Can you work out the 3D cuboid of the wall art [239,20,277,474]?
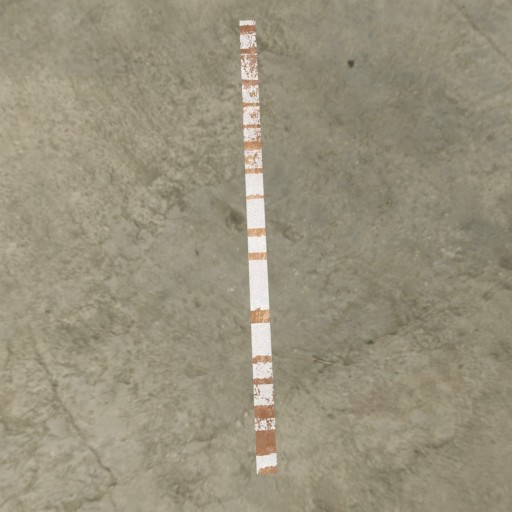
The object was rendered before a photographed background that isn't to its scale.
[{"bbox_3d":[0.000,0.000,1.156,0.035,0.609,0.914,-2,76,-1],"label":"wall art"}]
